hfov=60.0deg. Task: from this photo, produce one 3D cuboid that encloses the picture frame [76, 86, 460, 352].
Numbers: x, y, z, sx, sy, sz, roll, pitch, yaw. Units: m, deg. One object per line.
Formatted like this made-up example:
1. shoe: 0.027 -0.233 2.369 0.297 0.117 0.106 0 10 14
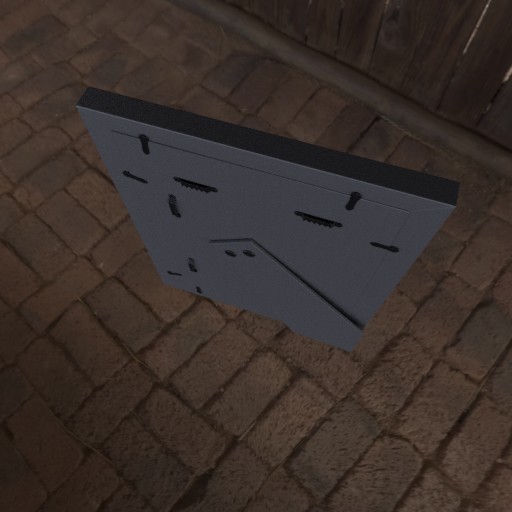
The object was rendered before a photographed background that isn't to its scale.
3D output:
1. picture frame: 0.000 0.000 0.514 0.307 0.383 0.036 17 65 8
